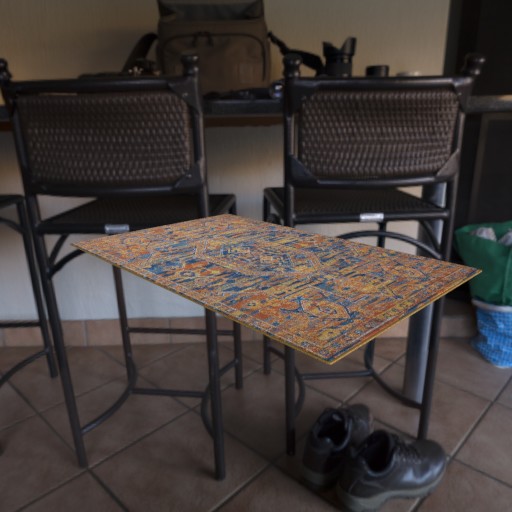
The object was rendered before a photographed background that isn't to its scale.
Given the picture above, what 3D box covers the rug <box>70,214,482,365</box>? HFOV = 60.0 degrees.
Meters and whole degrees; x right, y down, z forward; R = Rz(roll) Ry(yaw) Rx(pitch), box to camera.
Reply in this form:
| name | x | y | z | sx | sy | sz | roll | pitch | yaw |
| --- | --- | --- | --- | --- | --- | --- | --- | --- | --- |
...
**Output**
| name | x | y | z | sx | sy | sz | roll | pitch | yaw |
| --- | --- | --- | --- | --- | --- | --- | --- | --- | --- |
| rug | 0.000 | 0.000 | 2.220 | 1.148 | 0.013 | 1.758 | -16 | 23 | -42 |
